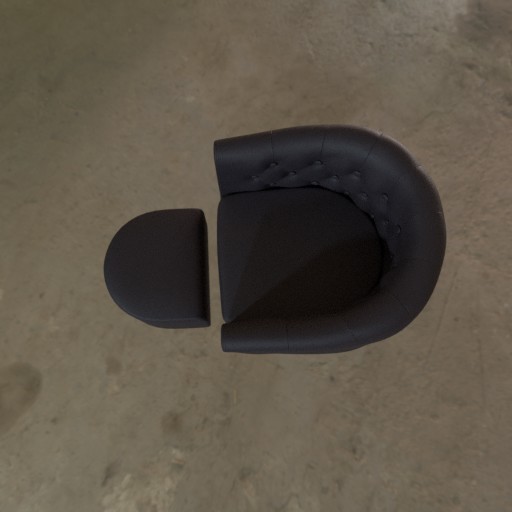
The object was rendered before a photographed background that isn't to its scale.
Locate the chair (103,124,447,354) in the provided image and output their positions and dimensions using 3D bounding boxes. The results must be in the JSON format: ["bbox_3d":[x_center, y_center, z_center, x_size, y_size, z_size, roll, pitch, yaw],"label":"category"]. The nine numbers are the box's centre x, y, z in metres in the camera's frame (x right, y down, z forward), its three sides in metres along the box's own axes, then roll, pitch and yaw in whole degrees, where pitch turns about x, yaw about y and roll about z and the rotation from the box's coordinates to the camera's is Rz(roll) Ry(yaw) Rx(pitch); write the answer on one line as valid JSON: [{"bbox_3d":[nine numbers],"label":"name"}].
[{"bbox_3d":[0.000,0.000,1.695,1.191,0.760,0.763,-3,74,-1],"label":"chair"}]
